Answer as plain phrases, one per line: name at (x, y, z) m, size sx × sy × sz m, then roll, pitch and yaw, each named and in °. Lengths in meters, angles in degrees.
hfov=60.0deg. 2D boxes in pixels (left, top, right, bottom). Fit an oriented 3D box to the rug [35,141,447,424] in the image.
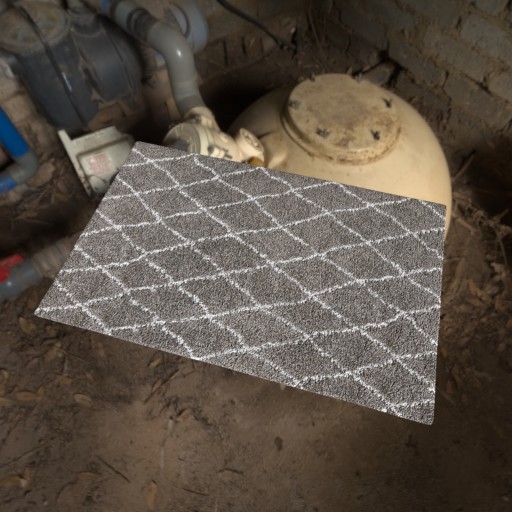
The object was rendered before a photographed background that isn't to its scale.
rug at (0.000, 0.000, 3.366) m, size 2.743 × 0.030 × 1.778 m, roll 13°, pitch 59°, yaw 8°
